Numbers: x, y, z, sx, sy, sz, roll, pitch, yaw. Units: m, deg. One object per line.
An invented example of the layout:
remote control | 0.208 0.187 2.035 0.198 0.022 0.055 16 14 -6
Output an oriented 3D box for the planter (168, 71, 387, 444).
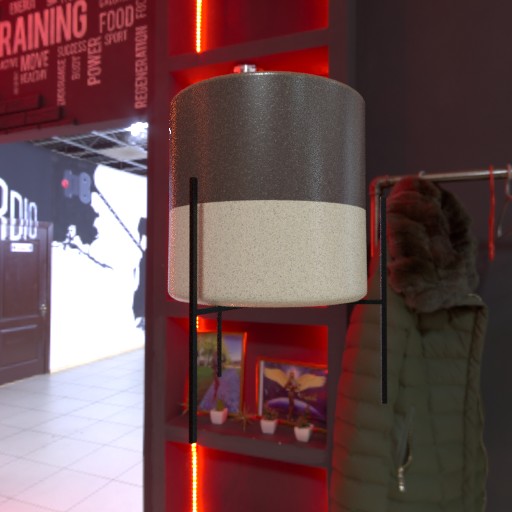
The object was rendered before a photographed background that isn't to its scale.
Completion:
planter | 0.000 0.000 0.542 0.250 0.353 0.260 1 -1 -36
